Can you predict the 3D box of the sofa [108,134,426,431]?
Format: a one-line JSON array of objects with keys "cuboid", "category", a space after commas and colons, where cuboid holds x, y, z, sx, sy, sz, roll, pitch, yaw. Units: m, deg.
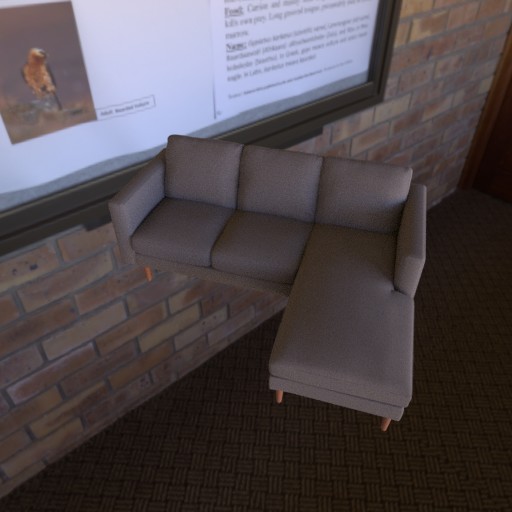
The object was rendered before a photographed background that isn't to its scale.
[{"cuboid": [0.000, 0.000, 2.905, 2.031, 0.897, 1.591, 11, 41, 13], "category": "sofa"}]
